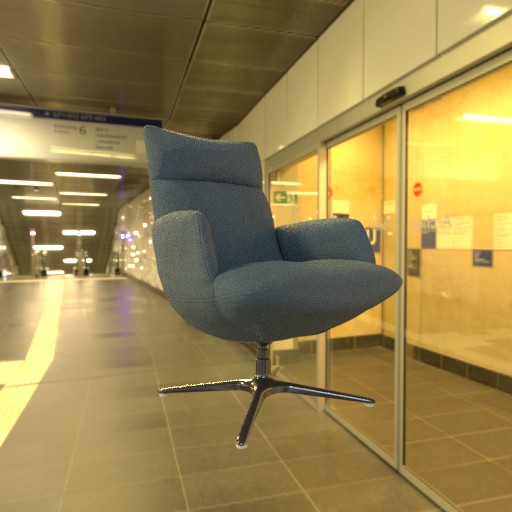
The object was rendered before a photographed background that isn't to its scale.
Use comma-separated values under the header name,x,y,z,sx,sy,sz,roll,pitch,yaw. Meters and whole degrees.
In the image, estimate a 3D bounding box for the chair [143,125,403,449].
name,x,y,z,sx,sy,sz,roll,pitch,yaw
chair,0.000,0.000,1.587,0.711,1.016,0.889,-1,2,-36
